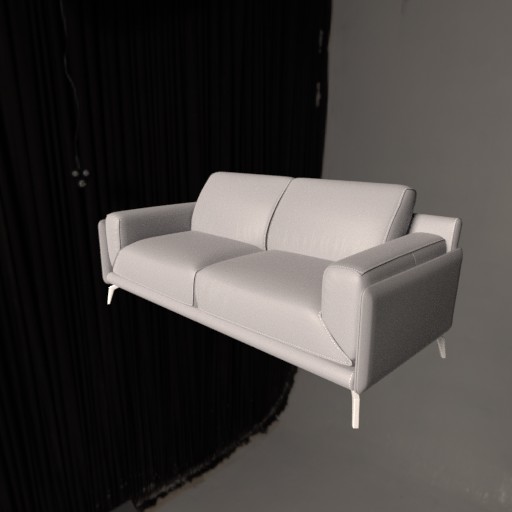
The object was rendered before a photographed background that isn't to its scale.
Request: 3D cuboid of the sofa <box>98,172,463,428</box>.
[{"bbox_3d":[0.000,0.000,2.658,2.100,0.900,0.969,14,20,42],"label":"sofa"}]
